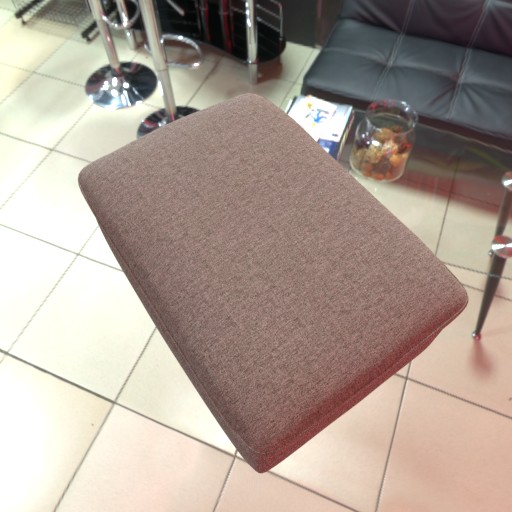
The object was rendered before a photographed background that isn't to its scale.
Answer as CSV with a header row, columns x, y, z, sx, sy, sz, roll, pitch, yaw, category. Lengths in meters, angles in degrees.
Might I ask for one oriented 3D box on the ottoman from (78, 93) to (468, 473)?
x,y,z,sx,sy,sz,roll,pitch,yaw,category
0.000,0.000,1.319,0.694,0.451,0.977,-31,63,-17,ottoman
